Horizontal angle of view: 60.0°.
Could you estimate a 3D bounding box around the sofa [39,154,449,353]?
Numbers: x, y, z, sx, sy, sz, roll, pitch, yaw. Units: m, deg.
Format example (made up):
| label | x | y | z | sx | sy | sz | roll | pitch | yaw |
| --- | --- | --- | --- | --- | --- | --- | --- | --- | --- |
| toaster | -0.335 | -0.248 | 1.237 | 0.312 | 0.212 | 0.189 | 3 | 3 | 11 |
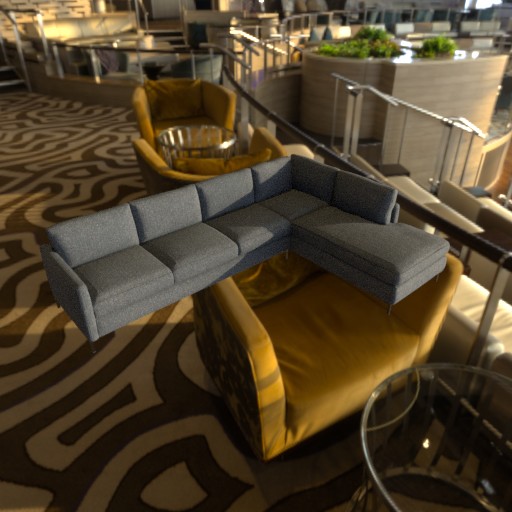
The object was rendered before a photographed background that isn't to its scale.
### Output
| label | x | y | z | sx | sy | sz | roll | pitch | yaw |
| --- | --- | --- | --- | --- | --- | --- | --- | --- | --- |
| sofa | 0.000 | 0.000 | 3.813 | 2.949 | 0.815 | 2.007 | -24 | 39 | -34 |
